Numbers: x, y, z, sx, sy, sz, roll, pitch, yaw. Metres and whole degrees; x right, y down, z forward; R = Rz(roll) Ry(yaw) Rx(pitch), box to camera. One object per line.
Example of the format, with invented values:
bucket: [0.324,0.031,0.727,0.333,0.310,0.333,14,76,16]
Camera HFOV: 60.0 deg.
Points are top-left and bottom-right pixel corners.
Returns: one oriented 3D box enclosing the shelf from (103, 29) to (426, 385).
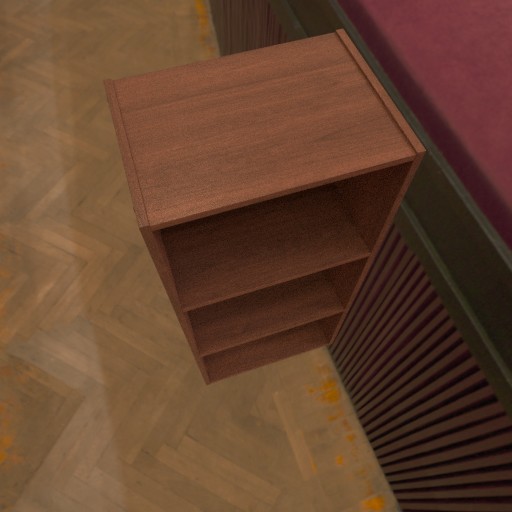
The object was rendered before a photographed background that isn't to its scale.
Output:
shelf: [0.000,0.000,1.046,0.414,0.879,0.290,-16,62,-9]
